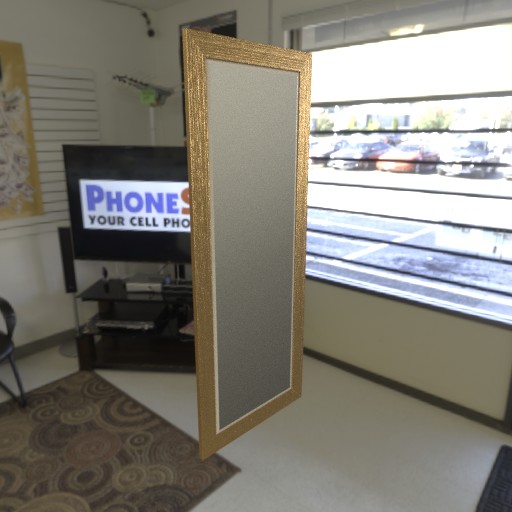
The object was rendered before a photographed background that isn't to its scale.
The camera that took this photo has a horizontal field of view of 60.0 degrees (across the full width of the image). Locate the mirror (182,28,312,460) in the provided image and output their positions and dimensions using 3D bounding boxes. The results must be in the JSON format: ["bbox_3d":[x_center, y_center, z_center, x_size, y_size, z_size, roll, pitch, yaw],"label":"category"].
[{"bbox_3d":[0.000,0.000,2.308,0.025,2.031,0.812,15,21,42],"label":"mirror"}]
